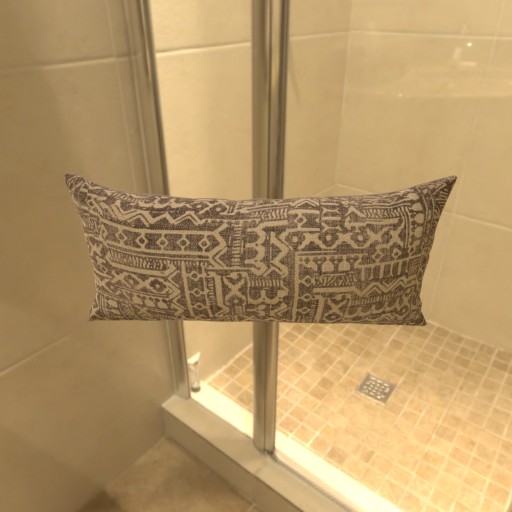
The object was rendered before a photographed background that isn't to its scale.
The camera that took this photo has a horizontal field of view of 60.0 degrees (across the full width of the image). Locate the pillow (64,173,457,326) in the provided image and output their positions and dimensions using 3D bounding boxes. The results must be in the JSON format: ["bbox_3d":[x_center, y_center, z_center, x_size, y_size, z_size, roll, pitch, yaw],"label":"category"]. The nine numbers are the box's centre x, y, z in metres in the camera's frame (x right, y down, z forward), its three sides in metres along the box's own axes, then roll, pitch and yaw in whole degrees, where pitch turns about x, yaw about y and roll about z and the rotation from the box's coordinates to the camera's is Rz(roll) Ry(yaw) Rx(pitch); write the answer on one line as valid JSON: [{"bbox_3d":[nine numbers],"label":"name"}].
[{"bbox_3d":[0.000,0.000,0.754,0.631,0.290,0.148,1,30,1],"label":"pillow"}]
